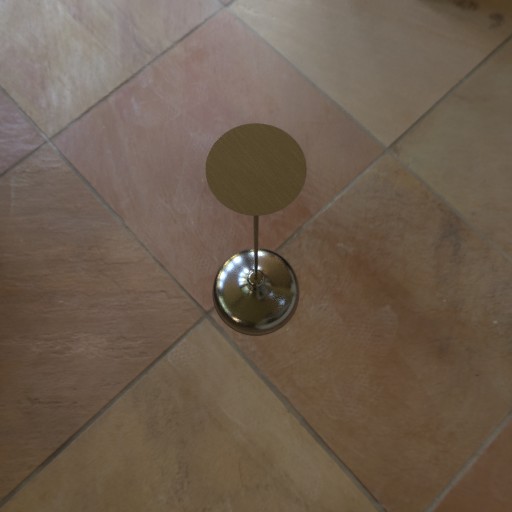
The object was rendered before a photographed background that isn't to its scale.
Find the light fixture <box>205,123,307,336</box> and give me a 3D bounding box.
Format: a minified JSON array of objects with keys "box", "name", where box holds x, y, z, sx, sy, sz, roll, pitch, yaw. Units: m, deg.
[{"box":[0.000,0.000,1.073,0.299,0.935,0.299,-39,78,-10],"name":"light fixture"}]
